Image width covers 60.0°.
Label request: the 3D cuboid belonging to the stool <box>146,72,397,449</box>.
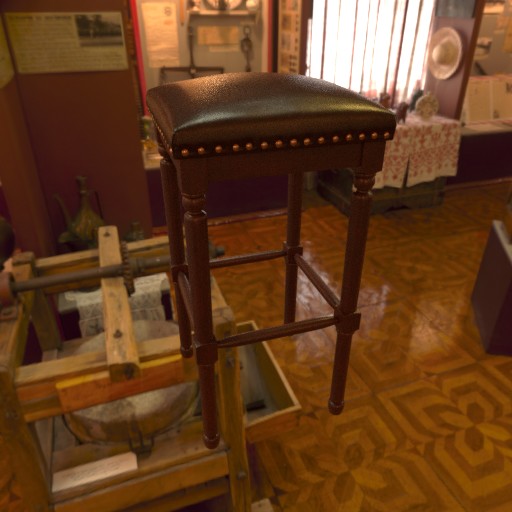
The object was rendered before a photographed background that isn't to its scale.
[{"bbox_3d":[0.000,0.000,1.006,0.382,0.768,0.383,-9,31,-15],"label":"stool"}]
